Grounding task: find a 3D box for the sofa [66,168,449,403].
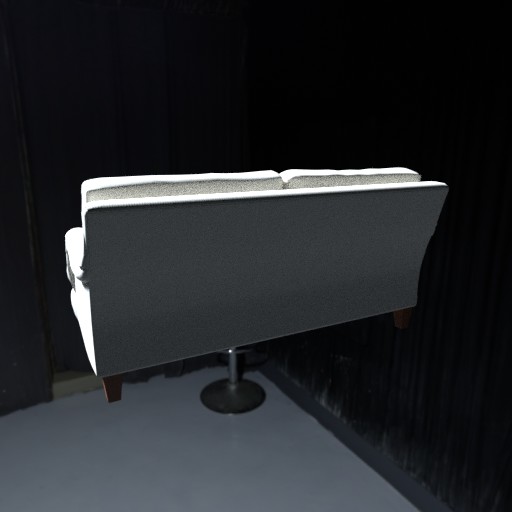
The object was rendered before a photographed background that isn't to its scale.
[{"bbox_3d":[0.000,0.000,2.783,2.159,1.087,1.086,-7,16,-27],"label":"sofa"}]
